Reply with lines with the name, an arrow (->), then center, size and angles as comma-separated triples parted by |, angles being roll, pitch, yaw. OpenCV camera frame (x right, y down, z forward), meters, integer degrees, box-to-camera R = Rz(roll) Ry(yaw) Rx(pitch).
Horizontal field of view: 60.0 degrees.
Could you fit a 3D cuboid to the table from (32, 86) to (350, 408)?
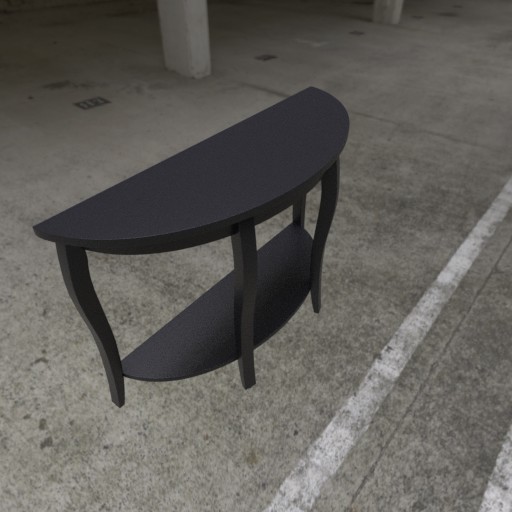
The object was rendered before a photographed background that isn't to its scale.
table -> 0.000, 0.000, 1.575 | 0.394, 0.780, 1.219 | 27, 47, 28
